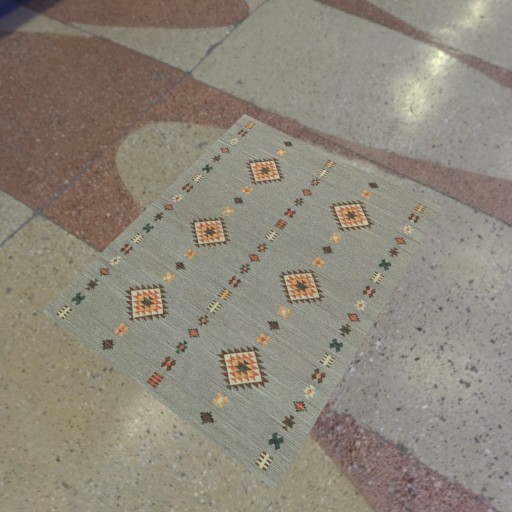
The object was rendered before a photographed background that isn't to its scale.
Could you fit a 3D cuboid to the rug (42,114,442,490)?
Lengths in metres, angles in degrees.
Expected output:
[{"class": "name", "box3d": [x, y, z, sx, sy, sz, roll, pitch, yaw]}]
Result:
[{"class": "rug", "box3d": [0.000, 0.000, 4.133, 2.425, 0.008, 3.035, 30, 63, 17]}]
